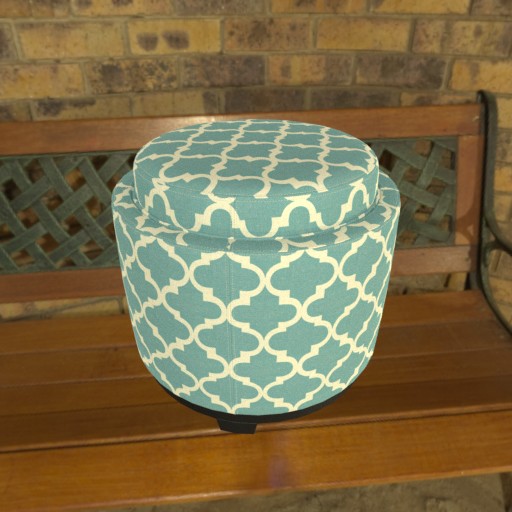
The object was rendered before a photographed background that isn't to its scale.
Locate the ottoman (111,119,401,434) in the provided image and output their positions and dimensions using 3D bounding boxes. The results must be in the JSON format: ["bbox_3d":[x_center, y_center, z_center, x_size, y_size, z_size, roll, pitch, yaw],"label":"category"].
[{"bbox_3d":[0.000,0.000,0.823,0.480,0.429,0.480,0,31,0],"label":"ottoman"}]
